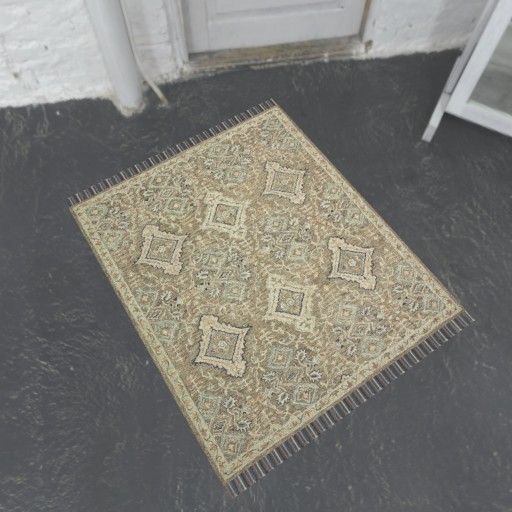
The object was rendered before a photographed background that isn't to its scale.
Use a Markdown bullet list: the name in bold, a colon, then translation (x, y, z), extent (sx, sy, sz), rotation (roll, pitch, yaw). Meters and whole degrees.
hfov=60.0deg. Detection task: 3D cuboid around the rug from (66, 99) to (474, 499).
- **rug**: translation (0.000, 0.000, 4.027), extent (2.437, 0.010, 3.056), rotation (-30, 67, -14)
